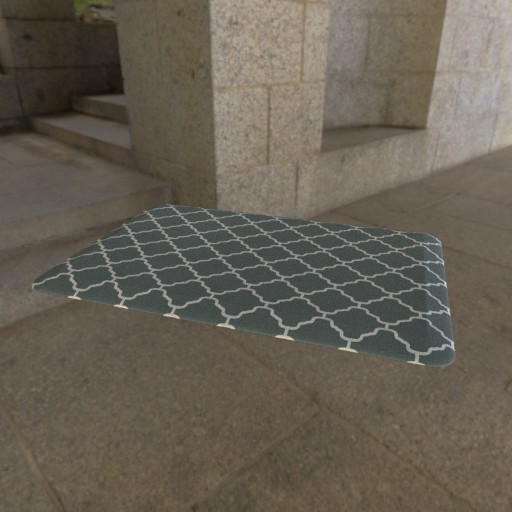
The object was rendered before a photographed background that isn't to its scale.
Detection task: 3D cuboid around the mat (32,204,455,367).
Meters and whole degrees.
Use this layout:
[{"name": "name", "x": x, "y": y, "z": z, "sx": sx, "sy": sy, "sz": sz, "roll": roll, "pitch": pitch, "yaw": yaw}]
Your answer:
[{"name": "mat", "x": 0.000, "y": 0.000, "z": 0.945, "sx": 0.762, "sy": 0.021, "sz": 0.508, "roll": 8, "pitch": 27, "yaw": 16}]
